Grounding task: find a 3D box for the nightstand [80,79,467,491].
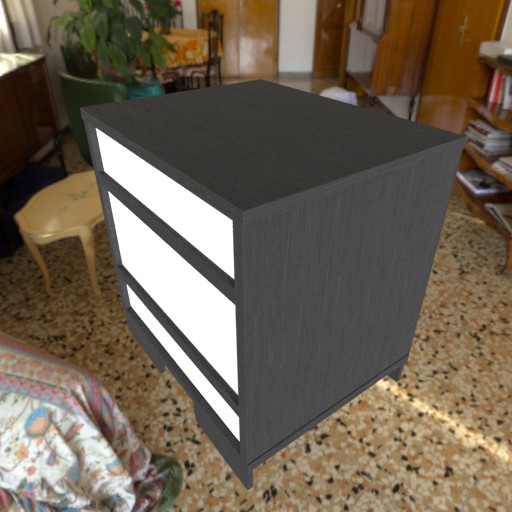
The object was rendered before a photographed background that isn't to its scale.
[{"bbox_3d":[0.000,0.000,0.735,0.347,0.448,0.427,-22,39,-30],"label":"nightstand"}]
